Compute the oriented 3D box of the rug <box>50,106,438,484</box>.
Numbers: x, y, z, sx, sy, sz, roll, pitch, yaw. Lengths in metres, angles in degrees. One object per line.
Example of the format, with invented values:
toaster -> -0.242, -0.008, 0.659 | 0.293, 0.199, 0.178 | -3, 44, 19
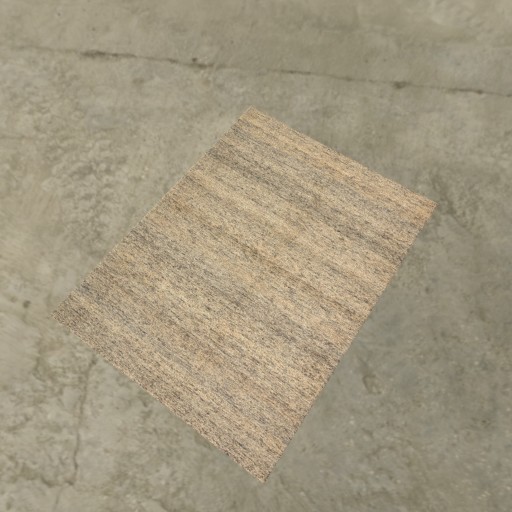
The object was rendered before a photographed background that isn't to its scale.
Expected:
rug -> 0.000, 0.000, 4.377 | 2.414, 0.036, 3.199 | 32, 67, 15
